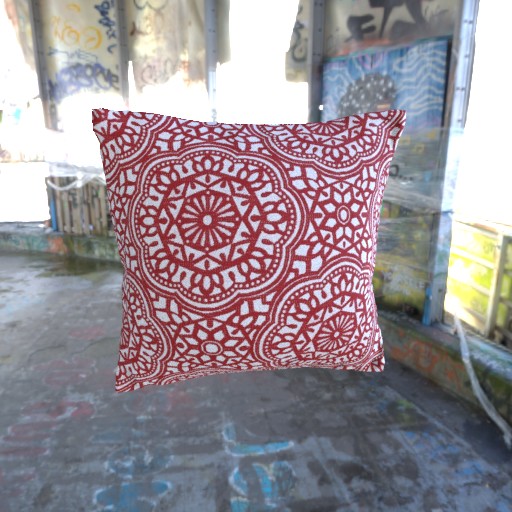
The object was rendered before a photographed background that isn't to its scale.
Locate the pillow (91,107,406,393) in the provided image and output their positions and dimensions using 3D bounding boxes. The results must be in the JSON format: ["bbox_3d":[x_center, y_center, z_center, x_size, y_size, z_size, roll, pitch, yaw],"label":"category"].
[{"bbox_3d":[0.000,0.000,0.660,0.438,0.419,0.162,-2,15,-9],"label":"pillow"}]
